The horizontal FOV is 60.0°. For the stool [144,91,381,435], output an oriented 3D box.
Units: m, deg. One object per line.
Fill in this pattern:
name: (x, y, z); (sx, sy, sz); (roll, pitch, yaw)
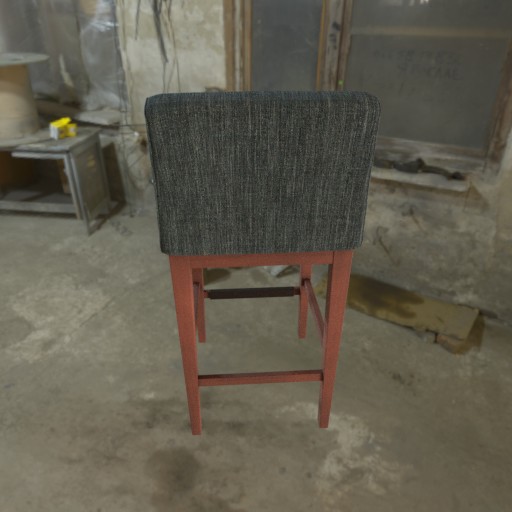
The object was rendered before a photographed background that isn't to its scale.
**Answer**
stool: (0.000, 0.000, 1.105); (0.395, 0.835, 0.459); (-2, 29, -3)
